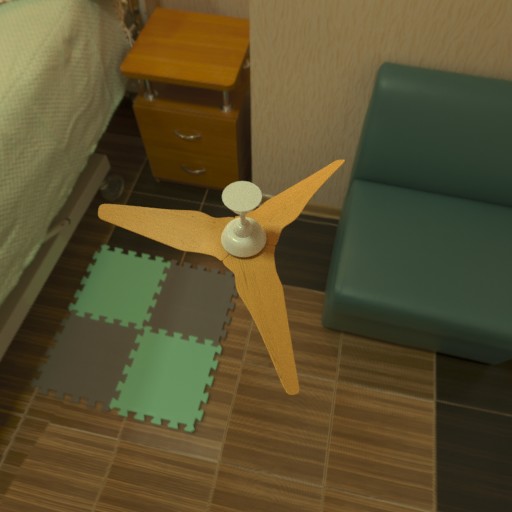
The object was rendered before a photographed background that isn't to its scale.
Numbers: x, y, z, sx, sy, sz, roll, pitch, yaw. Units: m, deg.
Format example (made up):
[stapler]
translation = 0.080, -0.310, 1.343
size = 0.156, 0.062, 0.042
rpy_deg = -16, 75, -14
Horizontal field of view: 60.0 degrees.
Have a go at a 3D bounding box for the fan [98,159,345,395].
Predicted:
[fan]
translation = 0.000, 0.000, 1.669
size = 1.142, 0.355, 1.010
rpy_deg = -14, 58, -9
